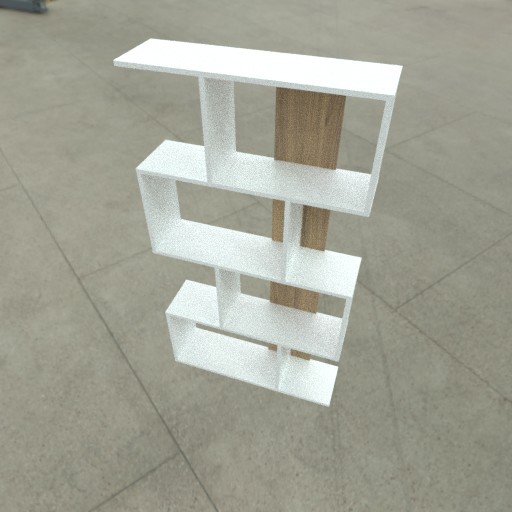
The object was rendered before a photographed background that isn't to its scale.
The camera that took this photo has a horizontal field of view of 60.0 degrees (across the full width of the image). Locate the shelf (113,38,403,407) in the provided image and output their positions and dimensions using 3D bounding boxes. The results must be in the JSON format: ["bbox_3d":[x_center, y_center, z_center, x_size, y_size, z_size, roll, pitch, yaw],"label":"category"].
[{"bbox_3d":[0.000,0.000,1.962,0.890,1.650,0.250,13,43,14],"label":"shelf"}]
